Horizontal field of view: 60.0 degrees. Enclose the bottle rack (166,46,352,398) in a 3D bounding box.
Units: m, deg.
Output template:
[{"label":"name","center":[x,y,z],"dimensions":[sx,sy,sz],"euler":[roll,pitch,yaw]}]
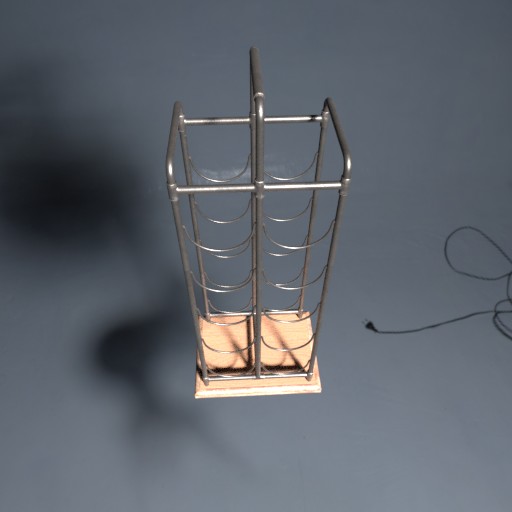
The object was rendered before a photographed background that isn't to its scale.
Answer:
[{"label":"bottle rack","center":[0.000,0.000,0.795],"dimensions":[0.276,0.680,0.208],"euler":[-2,47,-2]}]
